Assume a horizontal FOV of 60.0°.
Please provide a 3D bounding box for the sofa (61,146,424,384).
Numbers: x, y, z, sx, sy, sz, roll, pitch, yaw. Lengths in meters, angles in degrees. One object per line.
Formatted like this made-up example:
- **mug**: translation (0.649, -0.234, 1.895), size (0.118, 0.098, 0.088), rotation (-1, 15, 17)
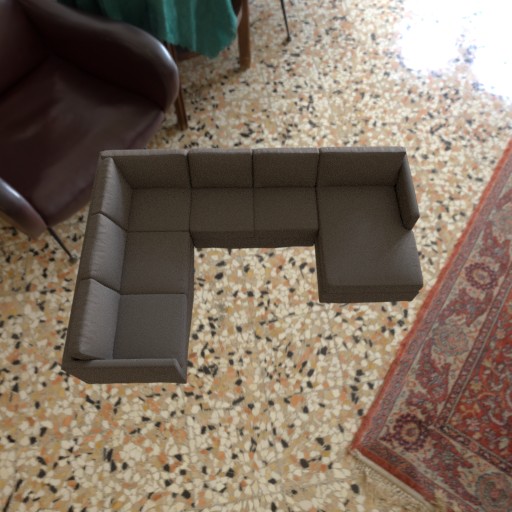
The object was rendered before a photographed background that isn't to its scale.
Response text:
- **sofa**: translation (0.000, 0.000, 4.635), size (3.460, 0.882, 2.427), rotation (-1, 63, 0)
